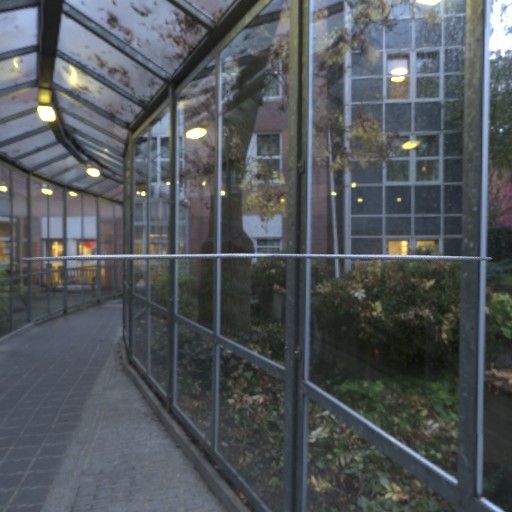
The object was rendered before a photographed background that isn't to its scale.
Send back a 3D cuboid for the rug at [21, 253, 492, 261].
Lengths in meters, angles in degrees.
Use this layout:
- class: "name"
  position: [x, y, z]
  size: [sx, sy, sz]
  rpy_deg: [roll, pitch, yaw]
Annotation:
- class: "rug"
  position: [0.000, 0.000, 4.252]
  size: [3.245, 0.046, 2.467]
  rpy_deg: [0, 1, 0]
